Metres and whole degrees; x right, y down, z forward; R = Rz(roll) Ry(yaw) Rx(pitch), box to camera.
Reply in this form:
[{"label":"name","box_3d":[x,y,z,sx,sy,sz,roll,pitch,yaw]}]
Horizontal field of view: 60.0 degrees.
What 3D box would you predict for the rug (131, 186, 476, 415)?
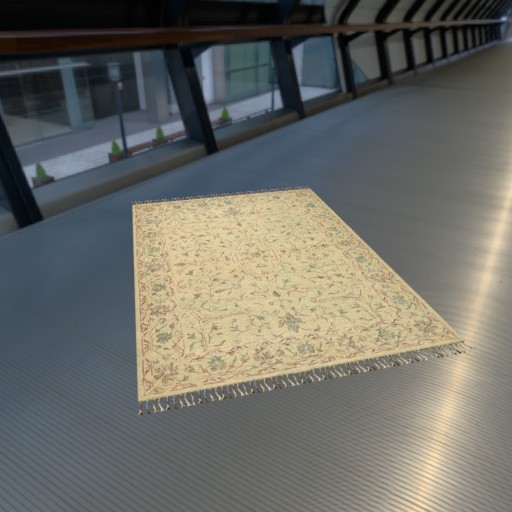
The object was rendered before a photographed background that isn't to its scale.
[{"label":"rug","box_3d":[0.000,0.000,2.275,1.247,0.008,1.802,-7,30,-12]}]
